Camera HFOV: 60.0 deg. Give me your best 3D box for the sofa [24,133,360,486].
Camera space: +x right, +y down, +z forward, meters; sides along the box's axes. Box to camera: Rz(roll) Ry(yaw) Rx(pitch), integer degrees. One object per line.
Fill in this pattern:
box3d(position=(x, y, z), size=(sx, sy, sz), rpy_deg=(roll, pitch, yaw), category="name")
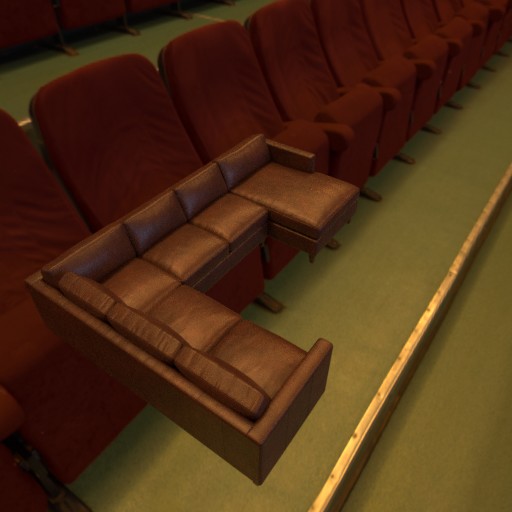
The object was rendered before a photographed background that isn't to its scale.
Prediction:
box3d(position=(0.000, 0.000, 4.394), size=(2.452, 0.891, 3.324), rpy_deg=(25, 47, 26), category="sofa")
